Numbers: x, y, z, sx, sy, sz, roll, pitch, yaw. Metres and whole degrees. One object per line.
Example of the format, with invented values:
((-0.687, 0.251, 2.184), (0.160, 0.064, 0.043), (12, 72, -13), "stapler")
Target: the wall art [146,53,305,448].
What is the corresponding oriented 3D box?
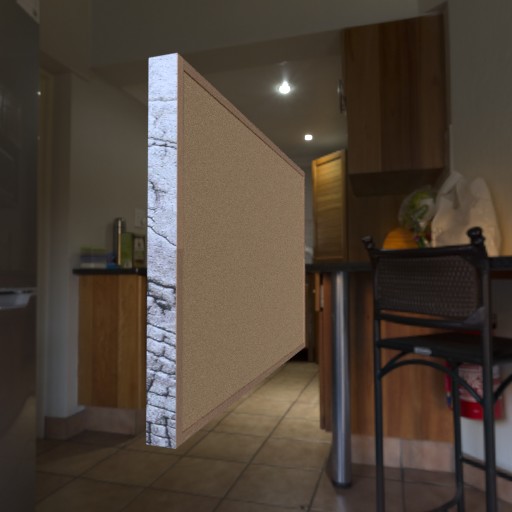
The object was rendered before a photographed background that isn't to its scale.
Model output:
((0.000, 0.000, 0.751), (0.035, 0.407, 0.613), (-1, -2, 19), "wall art")
